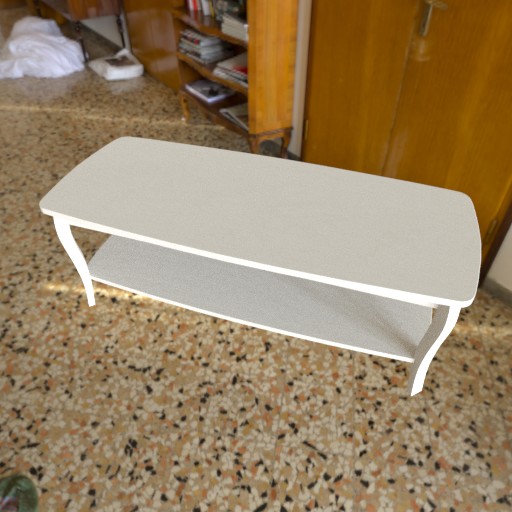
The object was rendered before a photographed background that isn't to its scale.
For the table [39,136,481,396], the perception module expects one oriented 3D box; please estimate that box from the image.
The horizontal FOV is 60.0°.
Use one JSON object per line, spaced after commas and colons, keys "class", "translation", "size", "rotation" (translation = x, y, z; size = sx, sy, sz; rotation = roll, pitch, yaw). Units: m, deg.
{"class": "table", "translation": [0.000, 0.000, 1.561], "size": [1.334, 0.474, 0.561], "rotation": [13, 43, 14]}
